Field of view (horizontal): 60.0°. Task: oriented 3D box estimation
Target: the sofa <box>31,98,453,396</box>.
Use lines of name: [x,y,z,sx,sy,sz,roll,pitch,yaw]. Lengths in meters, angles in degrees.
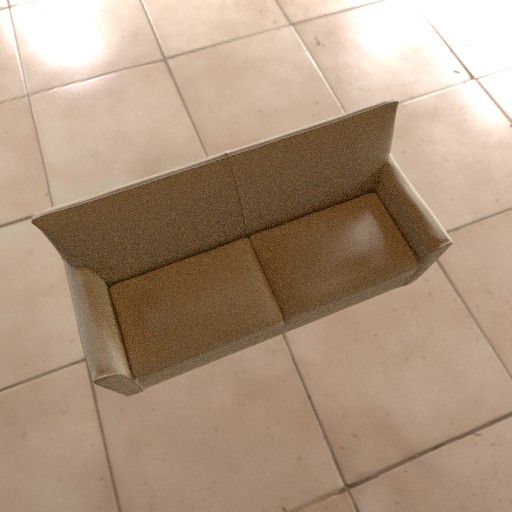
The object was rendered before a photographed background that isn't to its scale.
sofa: [0.000,0.000,2.511,2.001,0.907,0.841,-20,66,-9]
